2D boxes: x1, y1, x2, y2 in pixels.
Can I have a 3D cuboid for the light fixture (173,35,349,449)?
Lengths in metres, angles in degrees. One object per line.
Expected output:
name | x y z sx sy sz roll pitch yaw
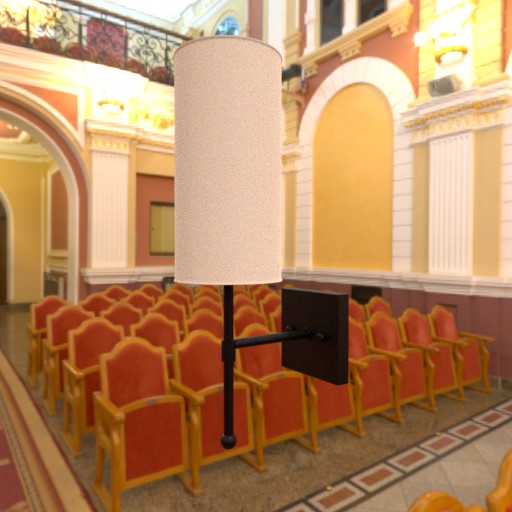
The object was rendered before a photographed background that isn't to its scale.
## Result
light fixture | 0.000 0.000 0.551 0.208 0.462 0.128 -1 1 -35
